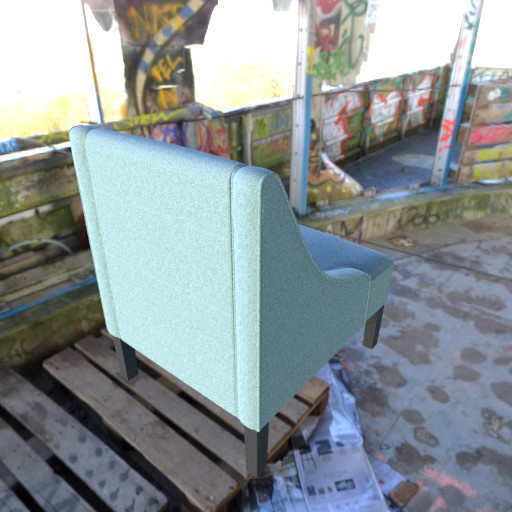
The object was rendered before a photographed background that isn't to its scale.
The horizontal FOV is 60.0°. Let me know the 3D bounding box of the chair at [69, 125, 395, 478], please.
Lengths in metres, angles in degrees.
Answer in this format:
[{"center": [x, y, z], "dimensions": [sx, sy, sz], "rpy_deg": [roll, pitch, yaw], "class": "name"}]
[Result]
[{"center": [0.000, 0.000, 1.880], "dimensions": [0.857, 1.133, 1.025], "rpy_deg": [21, 35, 34], "class": "chair"}]
